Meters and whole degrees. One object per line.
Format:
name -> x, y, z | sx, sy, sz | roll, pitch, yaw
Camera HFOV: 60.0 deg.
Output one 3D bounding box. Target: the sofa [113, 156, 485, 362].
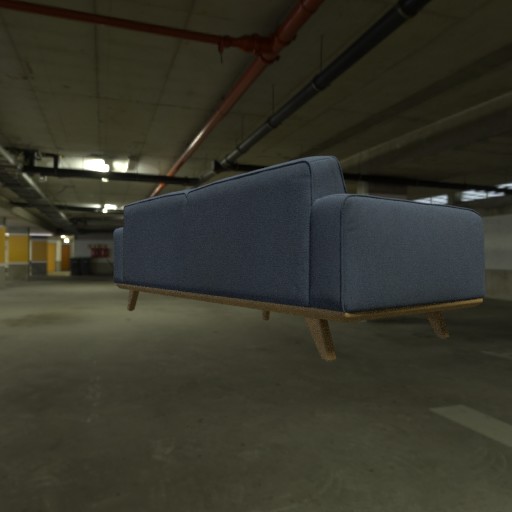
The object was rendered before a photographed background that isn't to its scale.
sofa -> 0.000, 0.000, 2.633 | 0.953, 0.782, 2.270 | 0, 0, -37
